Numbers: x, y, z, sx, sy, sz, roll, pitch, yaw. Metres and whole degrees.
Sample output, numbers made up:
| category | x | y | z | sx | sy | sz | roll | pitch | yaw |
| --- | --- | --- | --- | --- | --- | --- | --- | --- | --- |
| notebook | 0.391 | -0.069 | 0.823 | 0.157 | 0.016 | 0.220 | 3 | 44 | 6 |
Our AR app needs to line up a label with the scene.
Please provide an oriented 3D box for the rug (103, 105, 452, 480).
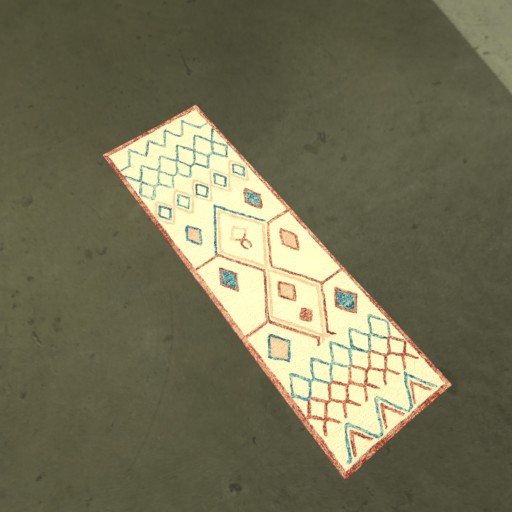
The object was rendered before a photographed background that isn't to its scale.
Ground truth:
| category | x | y | z | sx | sy | sz | roll | pitch | yaw |
| --- | --- | --- | --- | --- | --- | --- | --- | --- | --- |
| rug | 0.000 | 0.000 | 2.653 | 0.750 | 0.011 | 2.435 | -34 | 69 | -15 |
